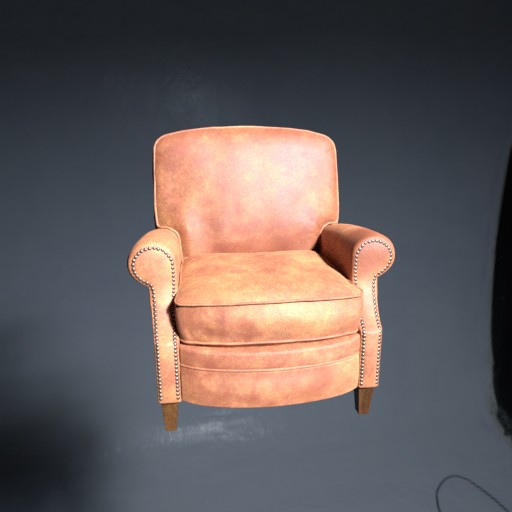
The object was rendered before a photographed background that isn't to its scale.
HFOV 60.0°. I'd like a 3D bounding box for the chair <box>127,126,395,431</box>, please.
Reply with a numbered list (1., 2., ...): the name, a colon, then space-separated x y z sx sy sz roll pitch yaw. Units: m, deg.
1. chair: 0.000 0.000 1.797 0.936 1.018 0.986 -2 16 -7
